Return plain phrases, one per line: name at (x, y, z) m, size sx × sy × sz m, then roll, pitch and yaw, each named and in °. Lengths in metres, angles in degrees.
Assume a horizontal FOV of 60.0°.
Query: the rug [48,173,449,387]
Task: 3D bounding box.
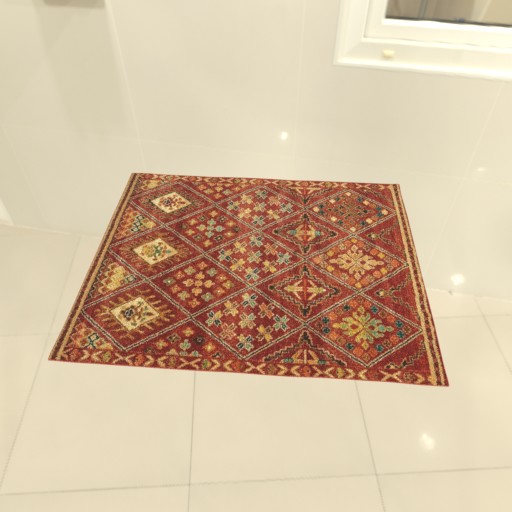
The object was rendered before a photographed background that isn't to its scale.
rug at (0.000, 0.000, 4.236) m, size 3.086 × 0.030 × 2.489 m, roll 3°, pitch 46°, yaw 3°
